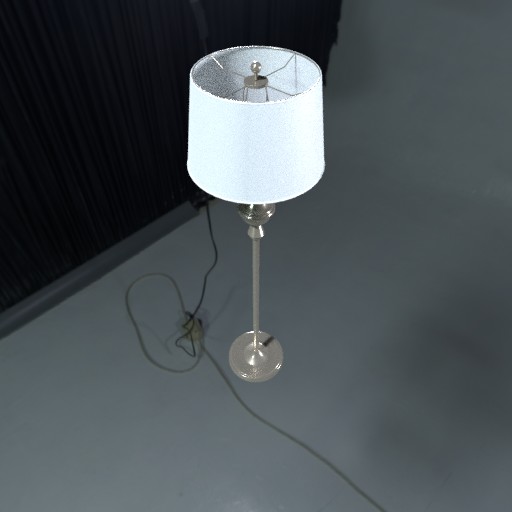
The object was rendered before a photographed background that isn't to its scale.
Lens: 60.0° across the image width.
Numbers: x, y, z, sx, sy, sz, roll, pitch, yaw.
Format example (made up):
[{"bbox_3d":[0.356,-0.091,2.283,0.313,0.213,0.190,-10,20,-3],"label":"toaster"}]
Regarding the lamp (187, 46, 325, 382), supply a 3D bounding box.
[{"bbox_3d":[0.000,0.000,1.711,0.431,1.488,0.431,0,46,0],"label":"lamp"}]
